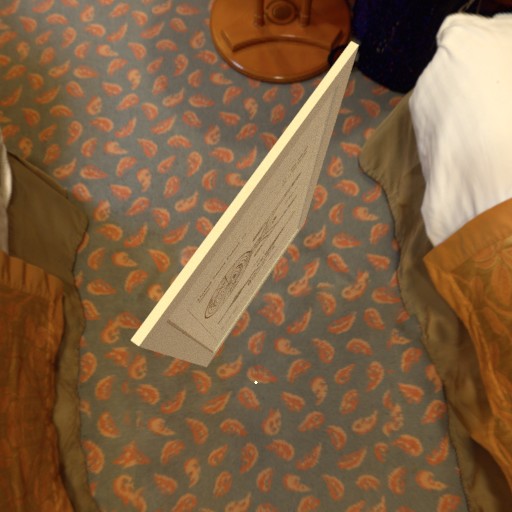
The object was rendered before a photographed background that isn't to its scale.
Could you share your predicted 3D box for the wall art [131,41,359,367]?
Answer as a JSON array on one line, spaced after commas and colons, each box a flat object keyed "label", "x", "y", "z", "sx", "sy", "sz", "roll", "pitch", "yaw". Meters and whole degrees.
[{"label": "wall art", "x": 0.000, "y": 0.000, "z": 0.829, "sx": 0.011, "sy": 0.659, "sz": 0.454, "roll": 33, "pitch": 77, "yaw": 9}]
